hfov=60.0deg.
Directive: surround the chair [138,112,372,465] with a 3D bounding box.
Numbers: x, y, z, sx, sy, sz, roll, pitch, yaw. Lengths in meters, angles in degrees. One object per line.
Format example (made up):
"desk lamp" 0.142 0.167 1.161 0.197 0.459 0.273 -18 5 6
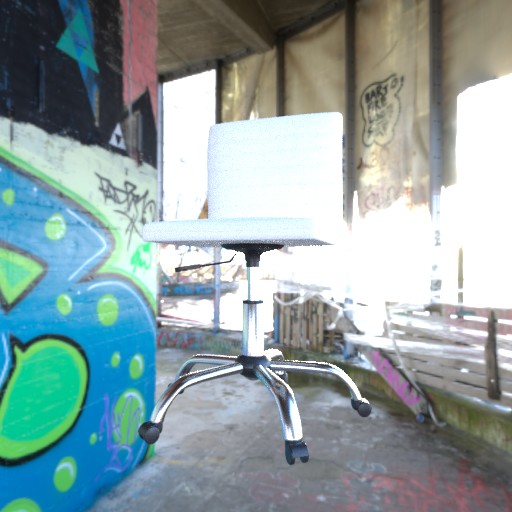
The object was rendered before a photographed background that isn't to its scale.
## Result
"chair" 0.000 0.000 1.111 0.556 0.780 0.530 0 0 18
